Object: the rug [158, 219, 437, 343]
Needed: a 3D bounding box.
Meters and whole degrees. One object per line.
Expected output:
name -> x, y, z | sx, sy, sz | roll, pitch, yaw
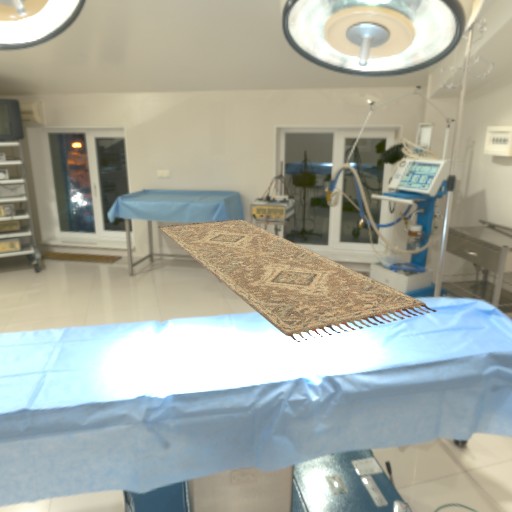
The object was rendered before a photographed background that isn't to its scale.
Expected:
rug -> 0.000, 0.000, 2.824 | 1.324, 0.018, 2.378 | -3, 17, -9
